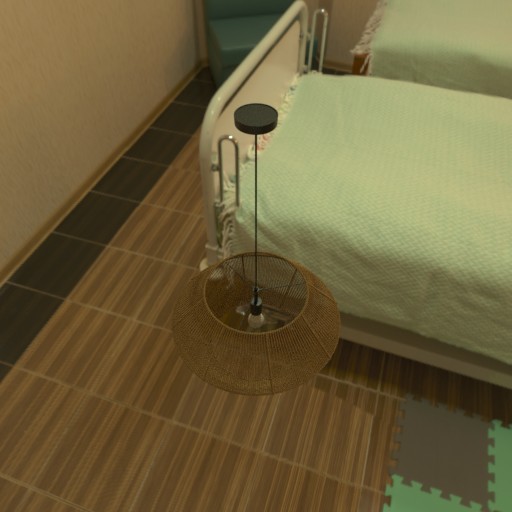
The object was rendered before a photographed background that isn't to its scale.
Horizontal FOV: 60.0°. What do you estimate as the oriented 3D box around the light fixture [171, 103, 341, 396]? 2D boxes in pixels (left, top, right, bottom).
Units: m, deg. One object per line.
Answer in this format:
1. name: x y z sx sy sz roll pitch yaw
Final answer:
1. light fixture: 0.000 0.000 1.438 0.643 1.009 0.643 0 47 0
